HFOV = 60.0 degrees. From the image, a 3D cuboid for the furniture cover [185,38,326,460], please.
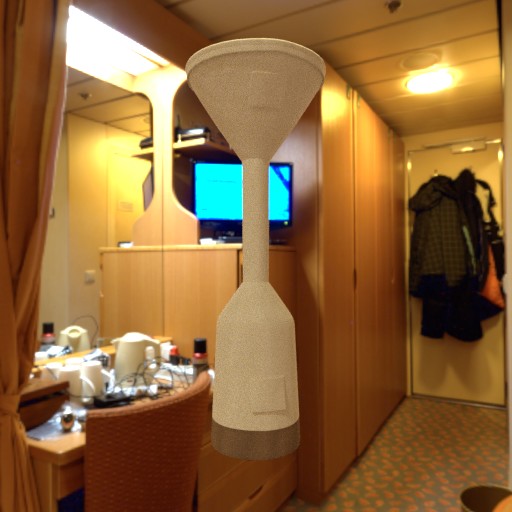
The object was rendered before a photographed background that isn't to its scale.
[{"bbox_3d":[0.000,0.000,2.892,0.914,2.413,0.914,0,-1,-17],"label":"furniture cover"}]
